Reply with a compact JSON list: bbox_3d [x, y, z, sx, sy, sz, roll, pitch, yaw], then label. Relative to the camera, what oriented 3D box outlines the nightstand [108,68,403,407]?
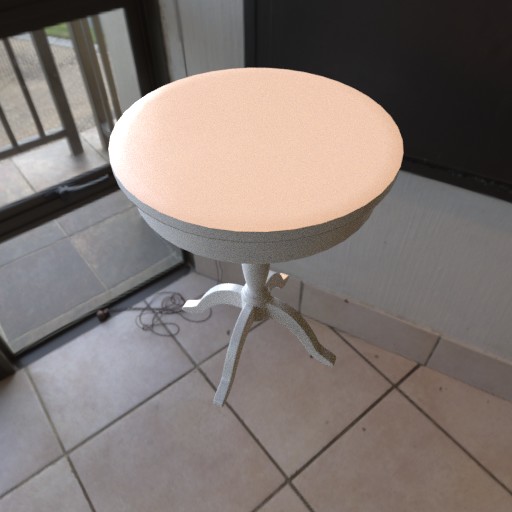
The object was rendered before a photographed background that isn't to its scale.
[{"bbox_3d":[0.000,0.000,1.028,0.513,0.653,0.513,25,52,22],"label":"nightstand"}]
